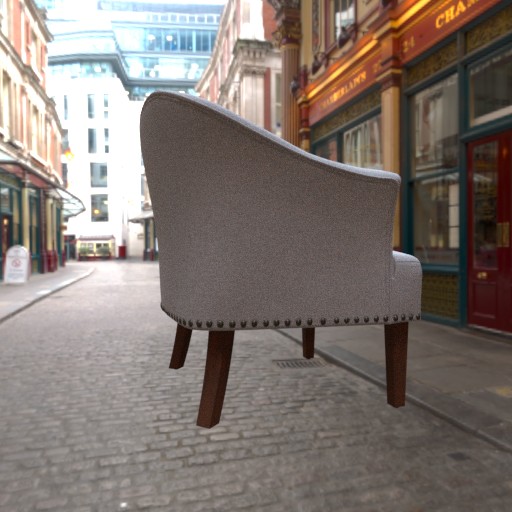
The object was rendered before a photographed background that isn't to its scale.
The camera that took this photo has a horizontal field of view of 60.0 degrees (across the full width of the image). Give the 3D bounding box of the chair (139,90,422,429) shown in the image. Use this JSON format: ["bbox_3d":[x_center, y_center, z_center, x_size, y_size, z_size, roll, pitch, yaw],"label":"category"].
[{"bbox_3d":[0.000,0.000,1.388,0.704,0.815,0.798,0,0,-17],"label":"chair"}]
